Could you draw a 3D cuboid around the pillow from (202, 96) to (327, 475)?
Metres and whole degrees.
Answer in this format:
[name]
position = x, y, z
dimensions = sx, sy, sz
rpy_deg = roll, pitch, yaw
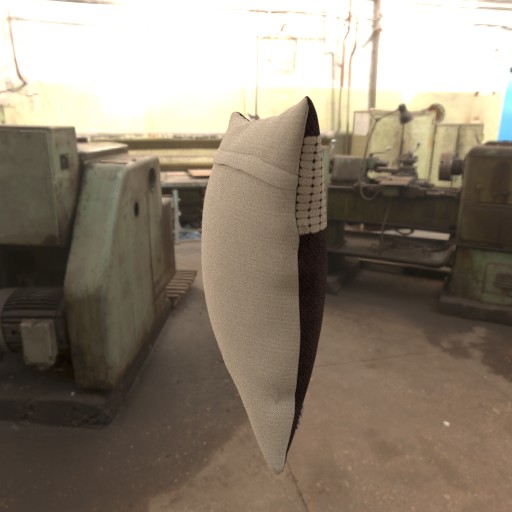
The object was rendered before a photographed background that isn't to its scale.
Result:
[pillow]
position = 0.000, 0.000, 0.731
dimensions = 0.178, 0.473, 0.475
rpy_deg = -3, 17, -10
